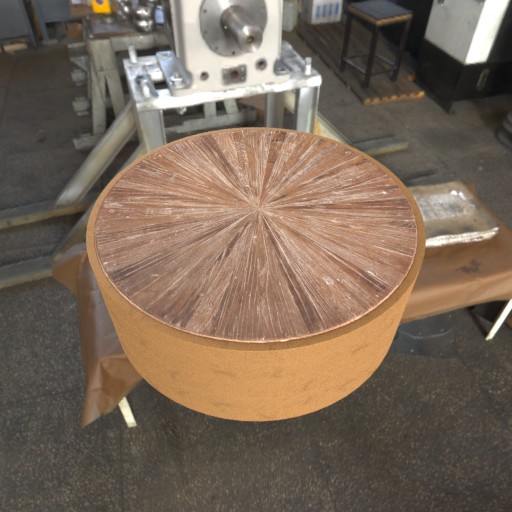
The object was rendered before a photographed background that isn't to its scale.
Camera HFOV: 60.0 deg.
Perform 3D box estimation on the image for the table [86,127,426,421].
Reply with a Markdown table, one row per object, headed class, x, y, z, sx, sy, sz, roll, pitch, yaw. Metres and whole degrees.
| class | x | y | z | sx | sy | sz | roll | pitch | yaw |
| --- | --- | --- | --- | --- | --- | --- | --- | --- | --- |
| table | 0.000 | 0.000 | 1.492 | 1.001 | 0.409 | 1.001 | 0 | 45 | 0 |
